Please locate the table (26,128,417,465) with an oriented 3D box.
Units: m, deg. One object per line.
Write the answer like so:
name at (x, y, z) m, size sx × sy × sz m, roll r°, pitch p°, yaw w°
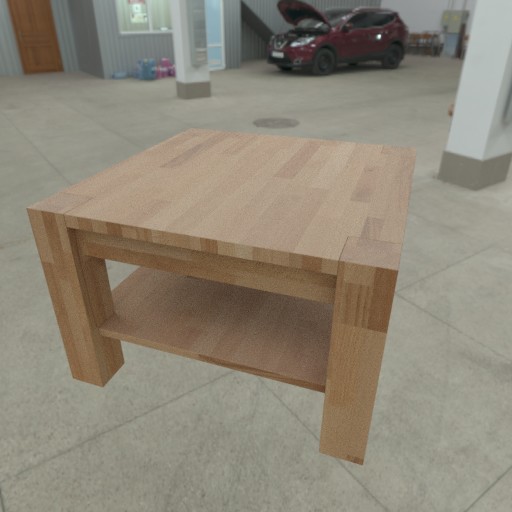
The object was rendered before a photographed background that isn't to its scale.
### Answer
table at (0.000, 0.000, 1.156) m, size 0.700 × 0.451 × 0.700 m, roll 10°, pitch 31°, yaw 17°
